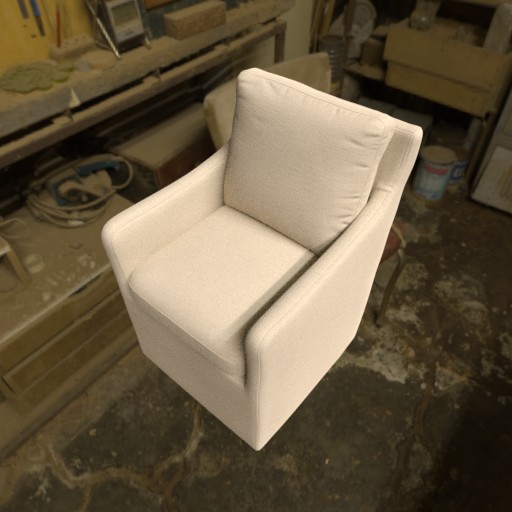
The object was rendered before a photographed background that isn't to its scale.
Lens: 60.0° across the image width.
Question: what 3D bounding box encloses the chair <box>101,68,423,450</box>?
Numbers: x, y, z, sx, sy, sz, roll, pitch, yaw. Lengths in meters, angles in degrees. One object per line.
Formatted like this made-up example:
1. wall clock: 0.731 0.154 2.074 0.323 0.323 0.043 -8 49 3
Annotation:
1. chair: 0.000 0.000 1.389 0.626 0.914 0.694 31 53 27
